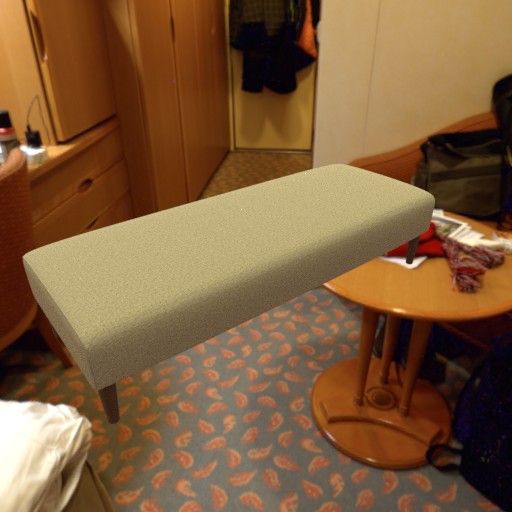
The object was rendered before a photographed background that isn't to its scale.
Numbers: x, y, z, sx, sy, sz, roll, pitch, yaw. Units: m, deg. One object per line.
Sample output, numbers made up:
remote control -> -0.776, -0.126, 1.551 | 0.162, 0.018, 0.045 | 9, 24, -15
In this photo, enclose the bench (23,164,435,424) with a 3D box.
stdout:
bench -> 0.000, 0.000, 1.823 | 1.598, 0.383, 0.631 | -21, 36, -33
